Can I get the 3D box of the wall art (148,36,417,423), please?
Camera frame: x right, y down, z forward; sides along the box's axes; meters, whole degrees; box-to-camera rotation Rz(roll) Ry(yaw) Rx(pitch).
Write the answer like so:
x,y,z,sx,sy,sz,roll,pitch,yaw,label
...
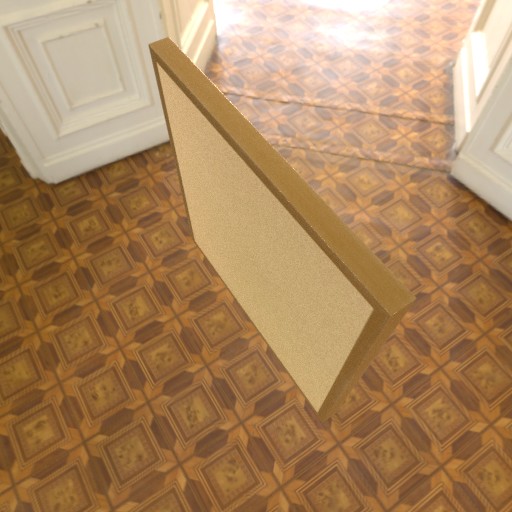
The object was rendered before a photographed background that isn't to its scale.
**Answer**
x,y,z,sx,sy,sz,roll,pitch,yaw,label
0.000,0.000,0.751,0.033,0.509,0.510,-30,63,-17,wall art
